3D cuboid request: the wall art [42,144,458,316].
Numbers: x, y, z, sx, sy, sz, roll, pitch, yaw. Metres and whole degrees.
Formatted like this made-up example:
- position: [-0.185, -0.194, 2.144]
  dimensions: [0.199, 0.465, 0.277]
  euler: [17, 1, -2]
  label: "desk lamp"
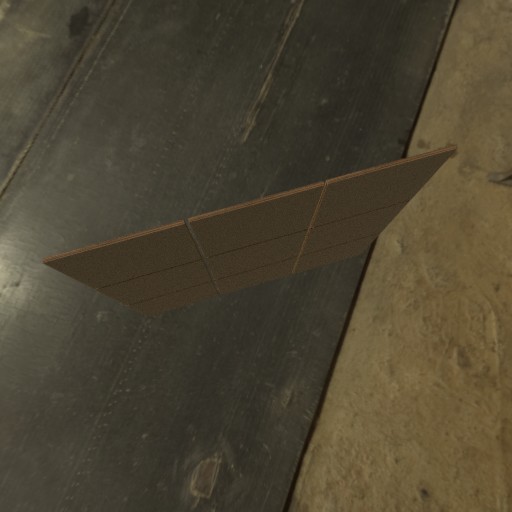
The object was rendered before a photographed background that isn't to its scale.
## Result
- position: [0.000, 0.000, 1.384]
  dimensions: [0.919, 0.917, 0.010]
  euler: [-16, 76, -4]
  label: "wall art"
